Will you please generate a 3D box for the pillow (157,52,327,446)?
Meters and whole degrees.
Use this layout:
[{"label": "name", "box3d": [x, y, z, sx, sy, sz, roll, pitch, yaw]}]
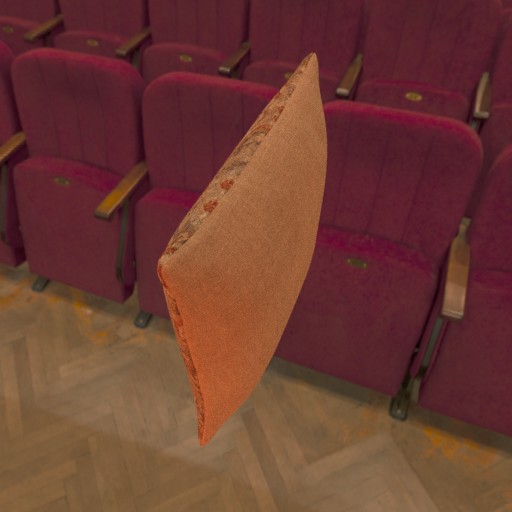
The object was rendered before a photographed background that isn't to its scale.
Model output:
[{"label": "pillow", "box3d": [0.000, 0.000, 0.772, 0.166, 0.506, 0.523, 16, 50, 14]}]
